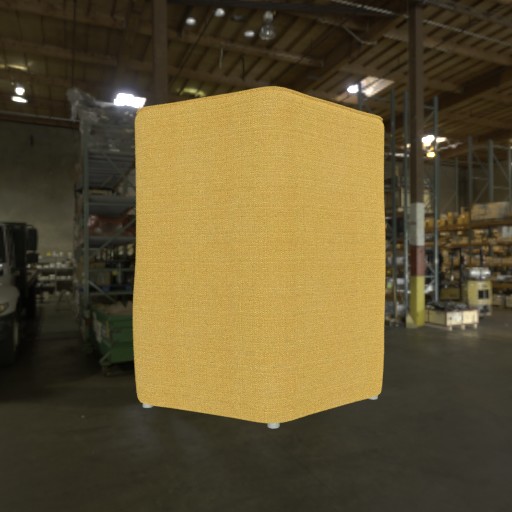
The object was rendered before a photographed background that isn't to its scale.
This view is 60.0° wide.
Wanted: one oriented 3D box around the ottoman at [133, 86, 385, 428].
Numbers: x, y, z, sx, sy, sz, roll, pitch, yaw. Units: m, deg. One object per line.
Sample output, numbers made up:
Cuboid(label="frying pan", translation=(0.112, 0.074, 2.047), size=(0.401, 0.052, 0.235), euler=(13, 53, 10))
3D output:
Cuboid(label="ottoman", translation=(0.000, 0.000, 0.874), size=(0.494, 0.502, 0.443), euler=(0, -1, -37))
